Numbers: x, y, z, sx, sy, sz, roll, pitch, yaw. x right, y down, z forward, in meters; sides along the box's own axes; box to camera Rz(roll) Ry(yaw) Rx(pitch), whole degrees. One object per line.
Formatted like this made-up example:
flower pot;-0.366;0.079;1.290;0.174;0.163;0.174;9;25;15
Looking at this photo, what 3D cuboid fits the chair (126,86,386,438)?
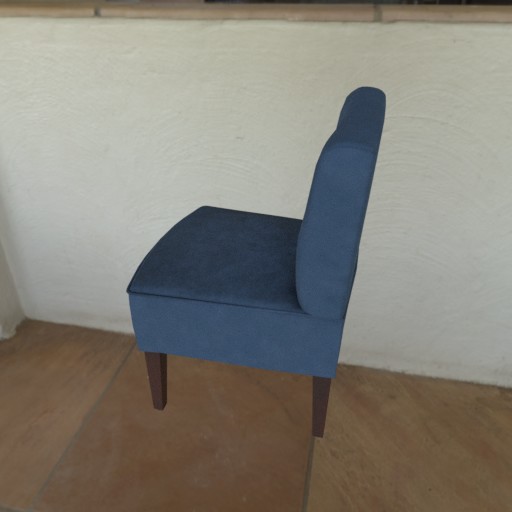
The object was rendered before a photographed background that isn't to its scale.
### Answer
chair;0.000;0.000;1.174;0.551;0.806;0.521;8;32;13
